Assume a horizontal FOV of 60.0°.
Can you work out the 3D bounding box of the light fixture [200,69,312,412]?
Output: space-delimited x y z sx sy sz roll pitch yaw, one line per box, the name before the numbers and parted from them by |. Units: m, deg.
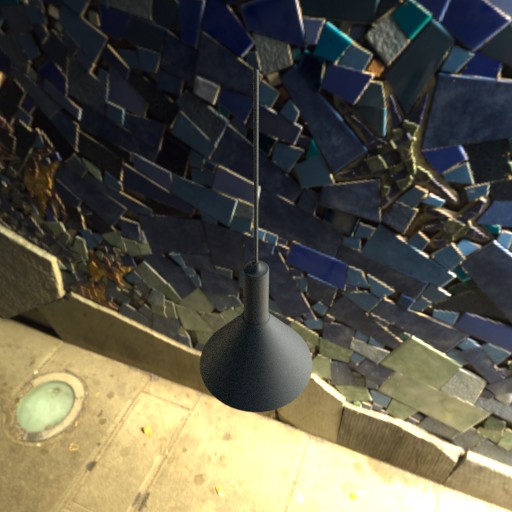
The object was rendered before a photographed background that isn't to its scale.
light fixture | 0.000 0.000 0.837 0.267 0.683 0.267 27 48 27
